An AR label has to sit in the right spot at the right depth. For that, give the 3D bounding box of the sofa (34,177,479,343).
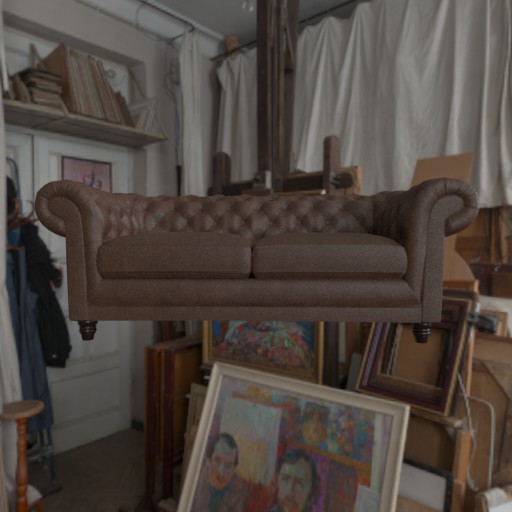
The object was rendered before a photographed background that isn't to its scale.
[{"bbox_3d":[0.000,0.000,2.469,2.048,0.784,0.955,0,1,2],"label":"sofa"}]
